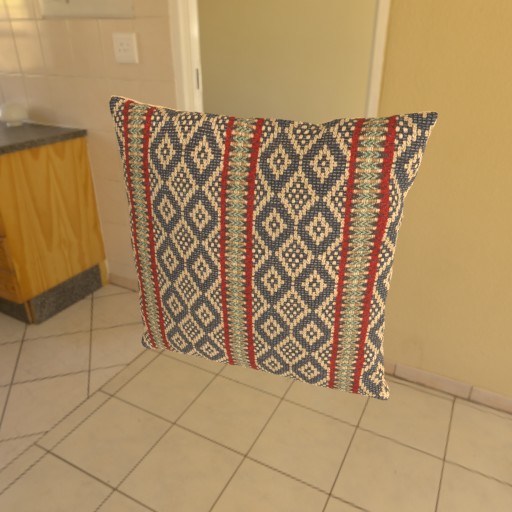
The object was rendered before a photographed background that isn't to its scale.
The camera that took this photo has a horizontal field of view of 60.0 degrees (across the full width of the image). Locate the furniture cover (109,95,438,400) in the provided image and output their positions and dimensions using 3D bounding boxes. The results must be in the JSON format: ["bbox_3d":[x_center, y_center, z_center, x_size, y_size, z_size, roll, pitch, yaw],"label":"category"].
[{"bbox_3d":[0.000,0.000,0.650,0.431,0.431,0.139,8,28,16],"label":"furniture cover"}]
